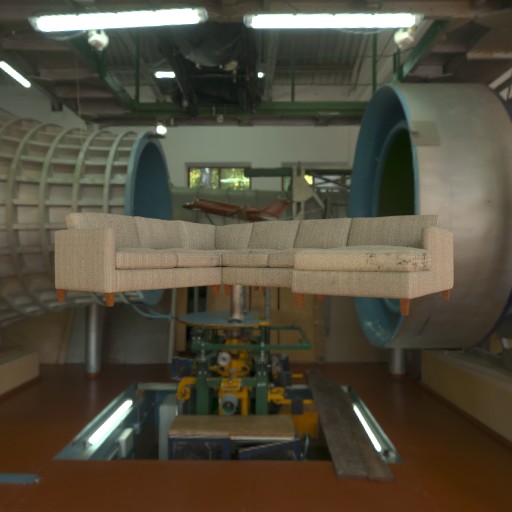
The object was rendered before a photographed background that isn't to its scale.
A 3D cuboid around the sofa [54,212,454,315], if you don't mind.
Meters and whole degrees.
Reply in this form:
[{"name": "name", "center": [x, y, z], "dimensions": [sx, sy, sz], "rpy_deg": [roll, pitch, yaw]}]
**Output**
[{"name": "sofa", "center": [0.000, 0.000, 4.723], "dimensions": [3.460, 0.961, 2.594], "rpy_deg": [0, 0, 35]}]
